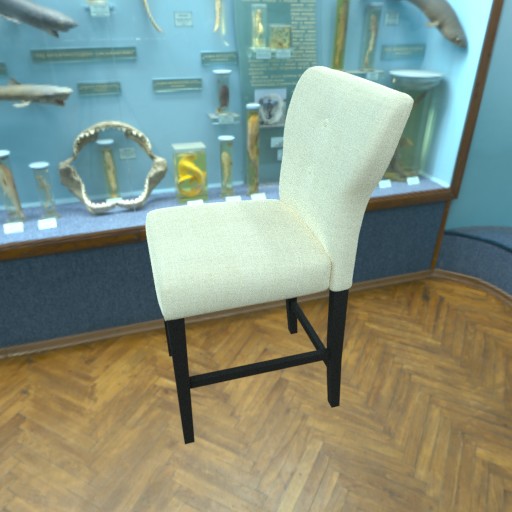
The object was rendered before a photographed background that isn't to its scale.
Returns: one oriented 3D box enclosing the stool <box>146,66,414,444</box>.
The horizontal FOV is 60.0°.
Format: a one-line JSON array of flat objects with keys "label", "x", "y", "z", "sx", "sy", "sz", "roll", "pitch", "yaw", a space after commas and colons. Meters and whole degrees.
[{"label": "stool", "x": 0.000, "y": 0.000, "z": 1.310, "sx": 0.603, "sy": 0.972, "sz": 0.514, "roll": -8, "pitch": 31, "yaw": -14}]
